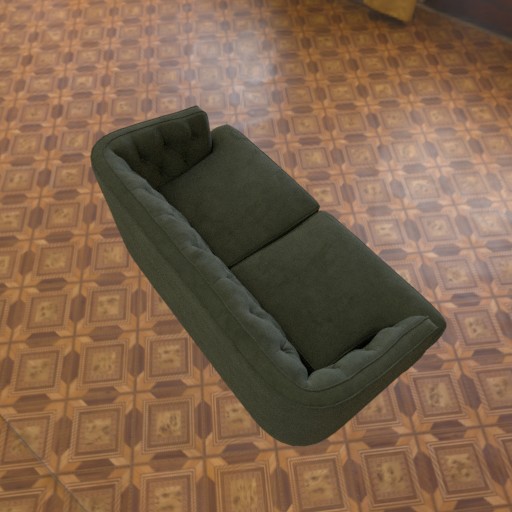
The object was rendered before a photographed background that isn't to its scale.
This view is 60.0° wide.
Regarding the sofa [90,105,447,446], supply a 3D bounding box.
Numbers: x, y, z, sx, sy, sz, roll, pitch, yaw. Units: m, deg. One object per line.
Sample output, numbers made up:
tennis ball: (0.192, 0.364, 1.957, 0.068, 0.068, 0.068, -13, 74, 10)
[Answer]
sofa: (0.000, 0.000, 2.255, 0.941, 0.855, 1.733, -33, 63, -19)
